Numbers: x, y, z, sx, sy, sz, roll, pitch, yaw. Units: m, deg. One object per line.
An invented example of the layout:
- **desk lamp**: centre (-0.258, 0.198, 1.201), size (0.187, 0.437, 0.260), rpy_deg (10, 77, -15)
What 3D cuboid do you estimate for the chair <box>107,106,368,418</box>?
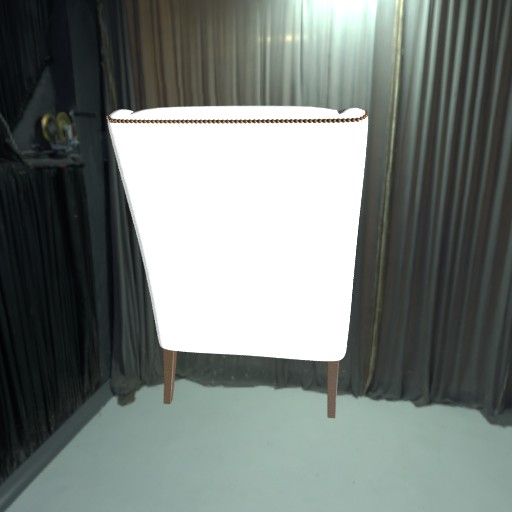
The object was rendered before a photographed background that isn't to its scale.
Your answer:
- **chair**: centre (0.000, 0.000, 1.669), size (0.737, 1.029, 0.940), rpy_deg (2, 16, 8)
